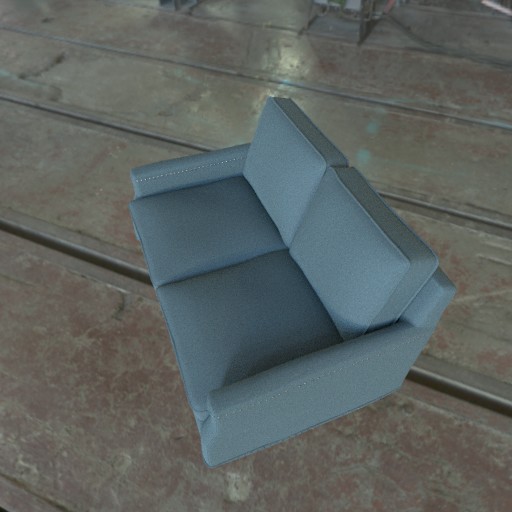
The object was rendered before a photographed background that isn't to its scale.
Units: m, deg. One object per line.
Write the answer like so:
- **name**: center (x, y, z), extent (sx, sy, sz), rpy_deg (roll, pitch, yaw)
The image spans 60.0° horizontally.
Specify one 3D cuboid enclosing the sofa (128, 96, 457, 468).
- **sofa**: center (0.000, 0.000, 2.280), extent (1.084, 1.003, 1.597), rpy_deg (-16, 49, -15)
